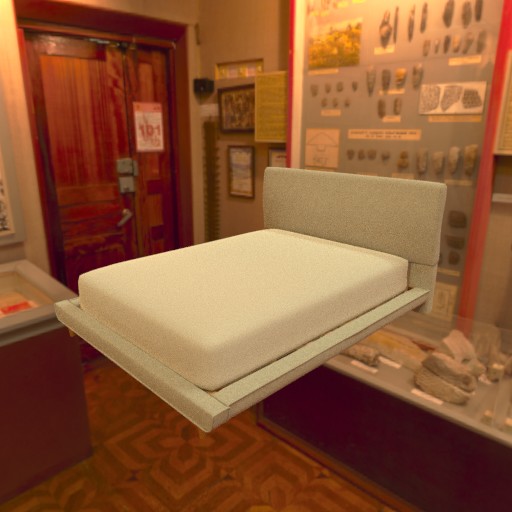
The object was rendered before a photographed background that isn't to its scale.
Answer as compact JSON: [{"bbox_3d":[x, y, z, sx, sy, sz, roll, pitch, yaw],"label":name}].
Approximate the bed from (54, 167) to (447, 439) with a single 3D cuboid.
[{"bbox_3d":[0.000,0.000,3.333,2.368,1.067,1.840,-16,23,-42],"label":"bed"}]
